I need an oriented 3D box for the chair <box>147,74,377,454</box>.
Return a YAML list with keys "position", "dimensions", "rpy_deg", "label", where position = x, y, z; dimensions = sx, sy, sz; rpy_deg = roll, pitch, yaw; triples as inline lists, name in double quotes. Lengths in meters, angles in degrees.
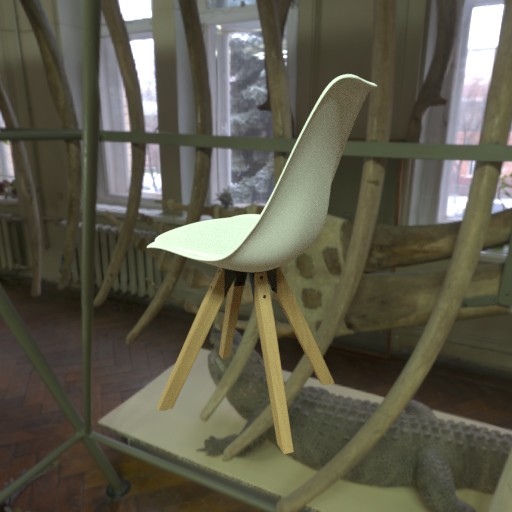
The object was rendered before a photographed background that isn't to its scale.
- position: [0.000, 0.000, 1.170]
  dimensions: [0.550, 0.849, 0.485]
  rpy_deg: [8, 18, 25]
  label: "chair"
